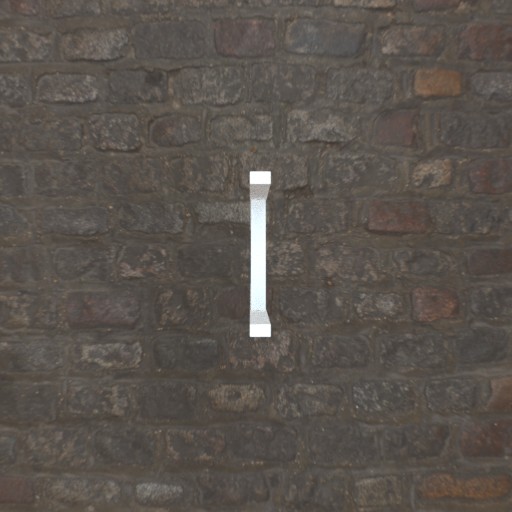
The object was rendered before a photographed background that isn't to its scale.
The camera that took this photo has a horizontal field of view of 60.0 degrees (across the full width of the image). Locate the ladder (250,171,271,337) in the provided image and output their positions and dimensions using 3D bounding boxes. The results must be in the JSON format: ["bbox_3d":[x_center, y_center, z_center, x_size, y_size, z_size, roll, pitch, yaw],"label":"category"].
[{"bbox_3d":[0.000,0.000,1.976,0.051,1.797,0.452,0,90,-1],"label":"ladder"}]
